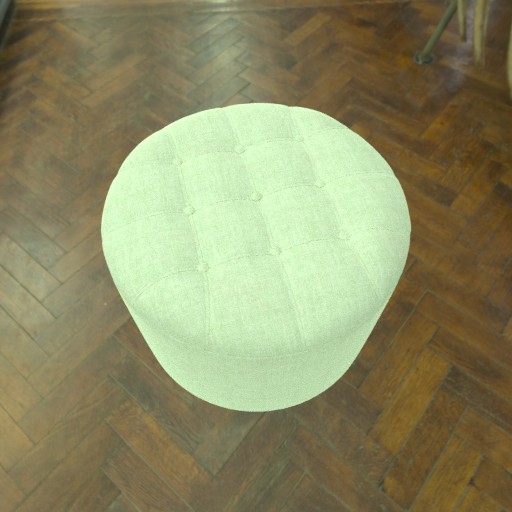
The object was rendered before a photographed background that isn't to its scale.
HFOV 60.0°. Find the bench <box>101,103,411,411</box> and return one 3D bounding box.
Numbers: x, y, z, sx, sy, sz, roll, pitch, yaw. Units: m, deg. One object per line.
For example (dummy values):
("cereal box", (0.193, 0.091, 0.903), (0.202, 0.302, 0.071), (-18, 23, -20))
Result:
("bench", (0.000, 0.000, 1.012), (0.600, 0.453, 0.600), (0, 57, 0))
